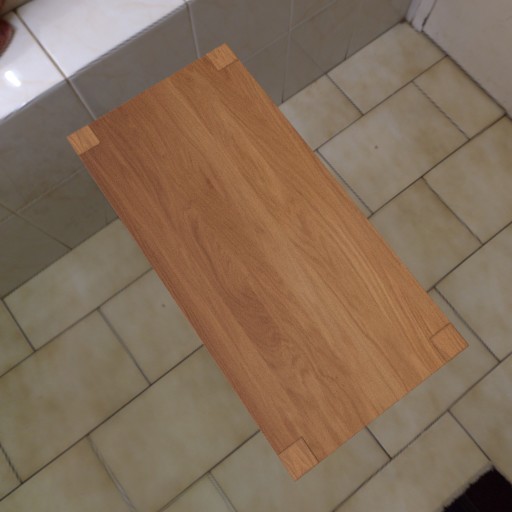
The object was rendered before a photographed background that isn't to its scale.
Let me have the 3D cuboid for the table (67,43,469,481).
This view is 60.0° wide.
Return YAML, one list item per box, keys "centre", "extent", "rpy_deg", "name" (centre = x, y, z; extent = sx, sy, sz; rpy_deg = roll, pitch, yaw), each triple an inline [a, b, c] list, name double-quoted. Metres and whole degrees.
- centre: [0.000, 0.000, 2.321]
  extent: [0.900, 0.760, 1.800]
  rpy_deg: [-34, 78, -8]
  name: "table"
